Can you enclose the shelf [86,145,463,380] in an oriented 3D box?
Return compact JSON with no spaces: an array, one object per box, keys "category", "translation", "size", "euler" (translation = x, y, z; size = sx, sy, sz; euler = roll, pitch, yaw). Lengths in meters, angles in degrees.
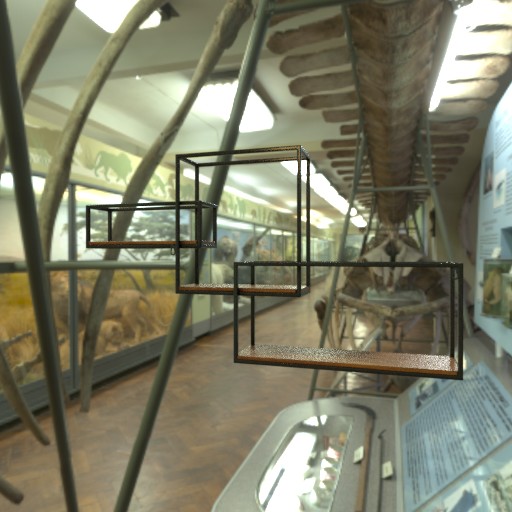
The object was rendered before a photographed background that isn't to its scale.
[{"category":"shelf","translation":[0.000,0.000,2.125],"size":[1.781,0.972,0.275],"euler":[0,0,17]}]
